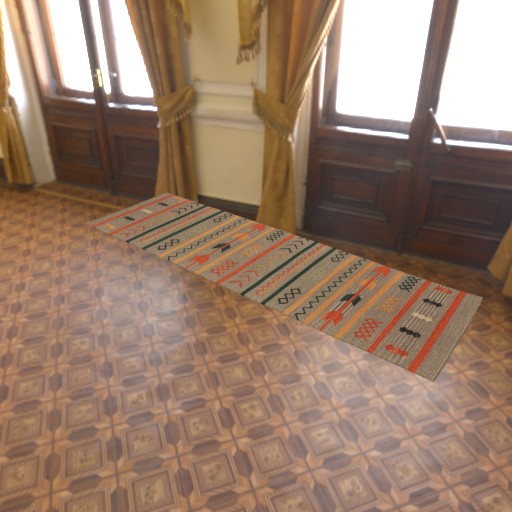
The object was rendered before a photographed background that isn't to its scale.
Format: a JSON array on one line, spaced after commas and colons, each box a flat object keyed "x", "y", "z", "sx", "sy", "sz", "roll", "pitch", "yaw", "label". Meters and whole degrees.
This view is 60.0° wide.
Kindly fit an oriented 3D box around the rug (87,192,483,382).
[{"x": 0.000, "y": 0.000, "z": 2.687, "sx": 2.419, "sy": 0.022, "sz": 0.744, "roll": 21, "pitch": 36, "yaw": 32, "label": "rug"}]
